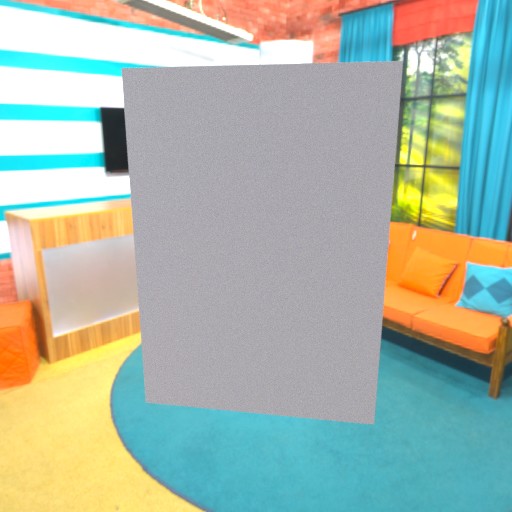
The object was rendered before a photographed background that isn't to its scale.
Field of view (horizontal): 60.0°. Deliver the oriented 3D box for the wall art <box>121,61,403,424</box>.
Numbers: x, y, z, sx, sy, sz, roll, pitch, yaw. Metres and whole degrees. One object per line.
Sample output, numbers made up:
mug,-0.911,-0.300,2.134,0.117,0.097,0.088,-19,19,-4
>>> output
wall art,0.000,0.000,0.667,0.381,0.533,0.013,2,15,9
